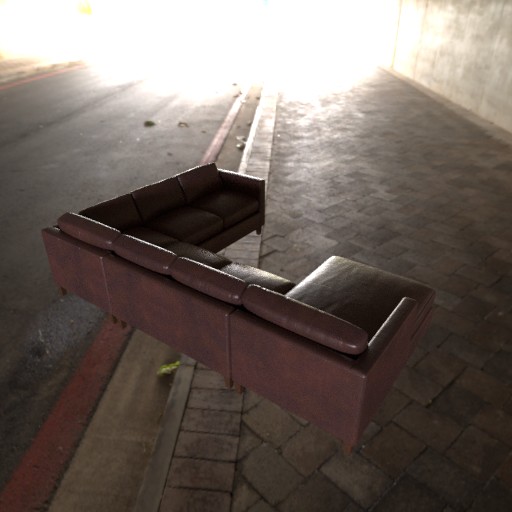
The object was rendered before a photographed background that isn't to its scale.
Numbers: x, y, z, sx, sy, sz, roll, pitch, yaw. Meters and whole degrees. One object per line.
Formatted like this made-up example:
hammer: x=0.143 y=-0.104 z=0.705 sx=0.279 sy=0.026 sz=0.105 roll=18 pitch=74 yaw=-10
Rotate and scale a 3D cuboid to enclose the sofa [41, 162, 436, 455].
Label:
sofa: x=0.000 y=0.000 z=4.382 sx=3.324 sy=0.891 sz=2.452 roll=19 pitch=34 yaw=31
